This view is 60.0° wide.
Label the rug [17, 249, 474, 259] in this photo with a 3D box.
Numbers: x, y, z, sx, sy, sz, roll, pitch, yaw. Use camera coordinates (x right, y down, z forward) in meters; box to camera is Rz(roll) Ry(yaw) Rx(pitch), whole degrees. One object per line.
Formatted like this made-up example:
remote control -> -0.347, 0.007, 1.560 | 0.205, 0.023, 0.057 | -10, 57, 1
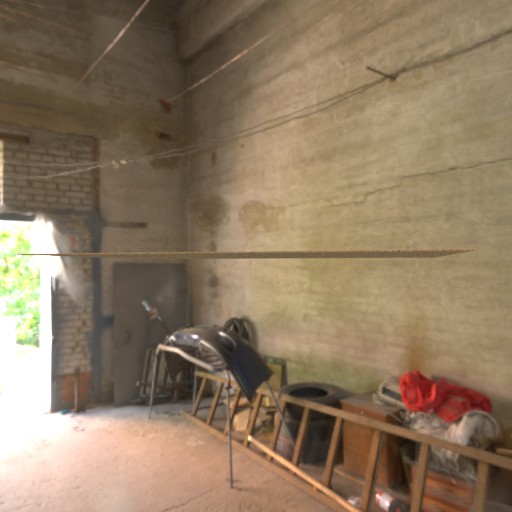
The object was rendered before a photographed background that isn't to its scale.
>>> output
rug -> 0.000, 0.000, 2.835 | 2.285, 0.006, 1.524 | 0, -1, 17
